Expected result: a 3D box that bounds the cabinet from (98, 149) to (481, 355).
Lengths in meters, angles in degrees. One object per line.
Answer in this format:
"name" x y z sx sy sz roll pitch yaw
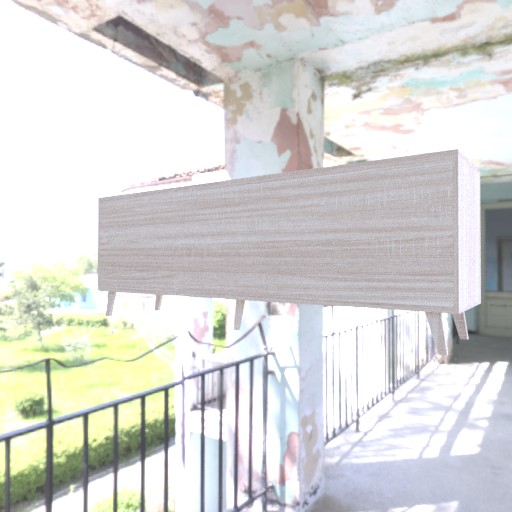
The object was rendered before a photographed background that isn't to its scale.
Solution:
"cabinet" 0.000 0.000 2.488 2.200 0.780 0.500 0 -1 35
